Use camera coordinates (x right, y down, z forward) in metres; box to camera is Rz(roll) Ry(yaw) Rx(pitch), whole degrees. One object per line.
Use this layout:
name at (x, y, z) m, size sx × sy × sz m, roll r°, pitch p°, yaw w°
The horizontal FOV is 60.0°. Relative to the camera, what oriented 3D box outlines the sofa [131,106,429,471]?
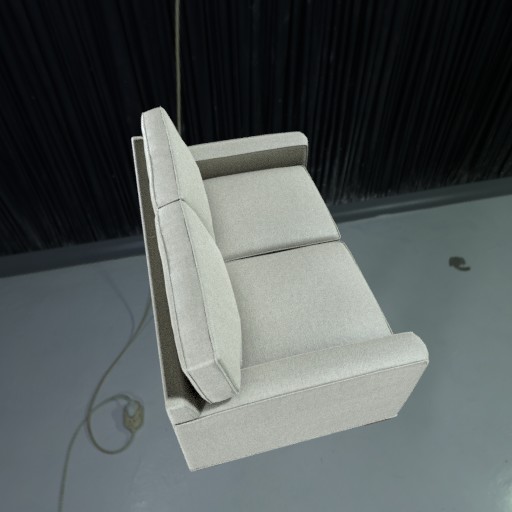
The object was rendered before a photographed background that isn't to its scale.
sofa at (0.000, 0.000, 2.063) m, size 0.940 × 0.853 × 1.484 m, roll -11°, pitch 50°, yaw -9°
